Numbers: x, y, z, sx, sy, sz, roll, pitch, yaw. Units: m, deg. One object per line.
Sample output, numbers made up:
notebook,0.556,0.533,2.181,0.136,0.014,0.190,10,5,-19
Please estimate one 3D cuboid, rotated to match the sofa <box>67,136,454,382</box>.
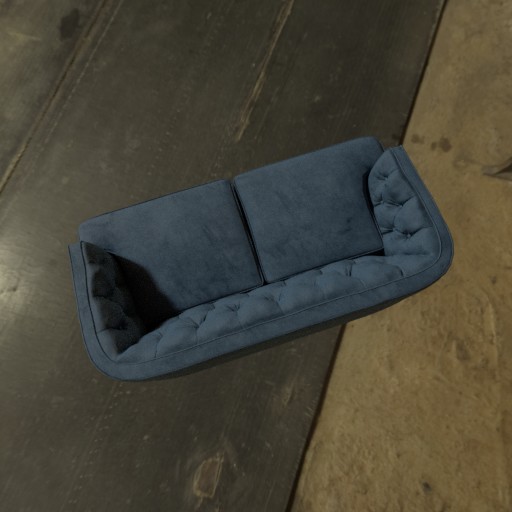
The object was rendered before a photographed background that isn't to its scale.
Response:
sofa,0.000,0.000,2.349,1.733,0.854,0.941,-17,76,-4
